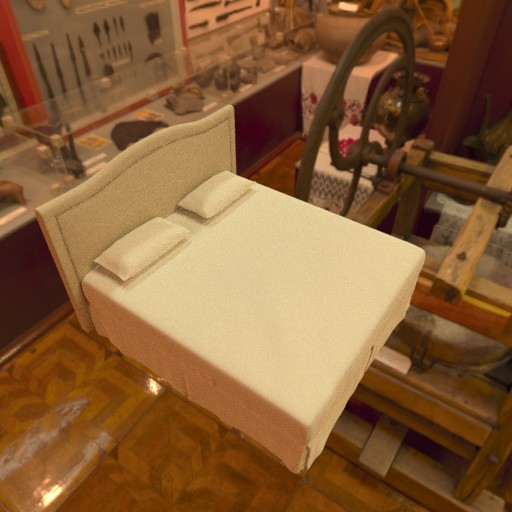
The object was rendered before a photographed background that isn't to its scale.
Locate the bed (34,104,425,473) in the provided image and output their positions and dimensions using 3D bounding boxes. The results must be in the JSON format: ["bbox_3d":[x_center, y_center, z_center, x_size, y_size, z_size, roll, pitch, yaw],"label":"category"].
[{"bbox_3d":[0.000,0.000,3.505,2.182,1.421,2.083,26,48,26],"label":"bed"}]
